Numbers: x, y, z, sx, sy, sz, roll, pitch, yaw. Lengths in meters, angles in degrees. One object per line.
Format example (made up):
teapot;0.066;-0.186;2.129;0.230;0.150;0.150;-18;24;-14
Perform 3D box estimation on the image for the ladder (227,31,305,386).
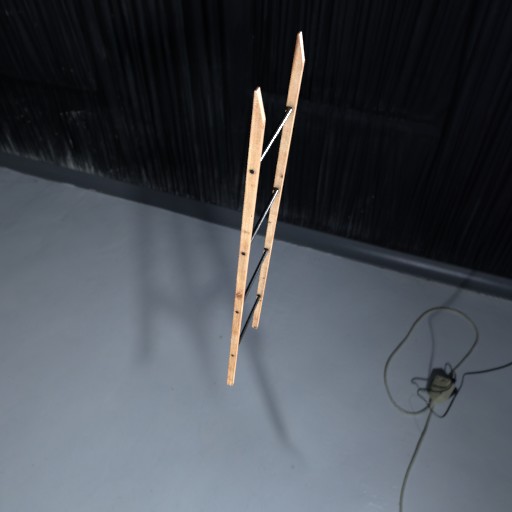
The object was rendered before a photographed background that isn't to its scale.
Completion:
ladder;0.000;0.000;2.008;0.200;1.805;0.442;15;49;13
